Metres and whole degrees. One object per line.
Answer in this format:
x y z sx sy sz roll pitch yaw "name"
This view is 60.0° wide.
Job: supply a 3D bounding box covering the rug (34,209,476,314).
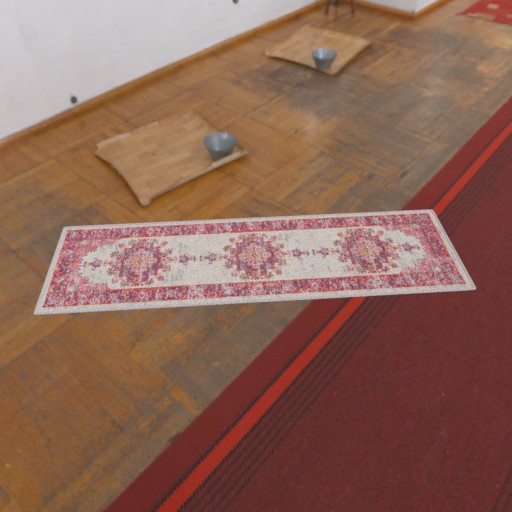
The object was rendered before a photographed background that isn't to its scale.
0.000 0.000 2.517 2.294 0.011 0.666 -3 45 -3 "rug"
